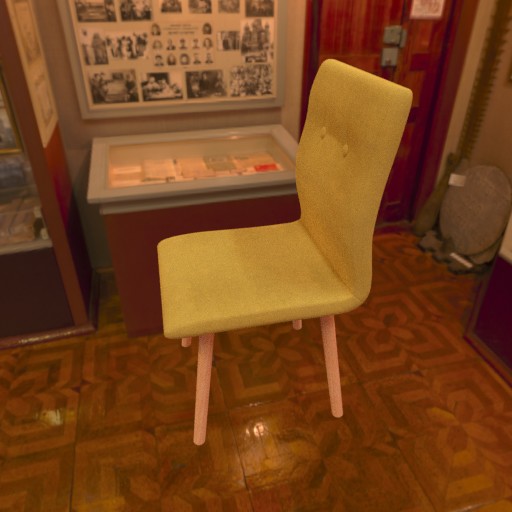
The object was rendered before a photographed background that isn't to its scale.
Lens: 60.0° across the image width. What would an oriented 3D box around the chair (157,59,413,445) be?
[{"bbox_3d":[0.000,0.000,1.264,0.550,0.965,0.450,-7,32,-11],"label":"chair"}]
